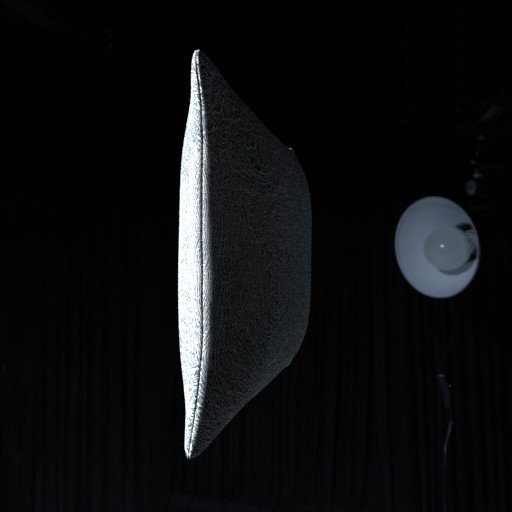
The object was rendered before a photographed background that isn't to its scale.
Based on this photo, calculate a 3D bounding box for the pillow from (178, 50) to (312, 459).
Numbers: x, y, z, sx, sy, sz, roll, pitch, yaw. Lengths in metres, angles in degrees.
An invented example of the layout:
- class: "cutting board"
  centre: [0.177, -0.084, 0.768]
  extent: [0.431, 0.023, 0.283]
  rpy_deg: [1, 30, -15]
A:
- class: "pillow"
  centre: [0.000, 0.000, 0.796]
  extent: [0.166, 0.507, 0.526]
  rpy_deg: [0, -1, 17]
